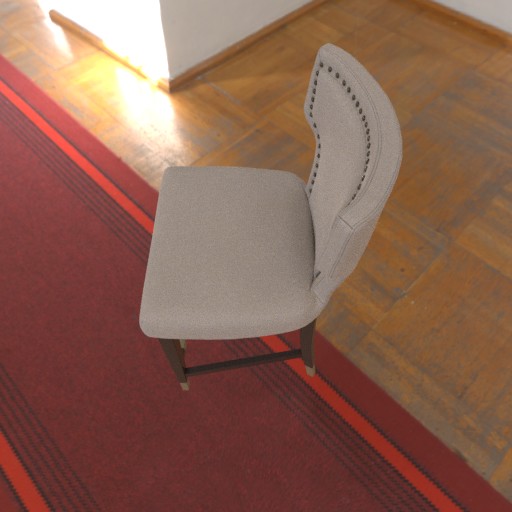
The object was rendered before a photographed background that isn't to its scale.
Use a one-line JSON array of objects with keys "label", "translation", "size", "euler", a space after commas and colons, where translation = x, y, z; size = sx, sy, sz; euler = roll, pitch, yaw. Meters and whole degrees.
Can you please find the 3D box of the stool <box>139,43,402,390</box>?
[{"label": "stool", "translation": [0.000, 0.000, 1.266], "size": [0.563, 0.982, 0.527], "euler": [0, 57, 0]}]
